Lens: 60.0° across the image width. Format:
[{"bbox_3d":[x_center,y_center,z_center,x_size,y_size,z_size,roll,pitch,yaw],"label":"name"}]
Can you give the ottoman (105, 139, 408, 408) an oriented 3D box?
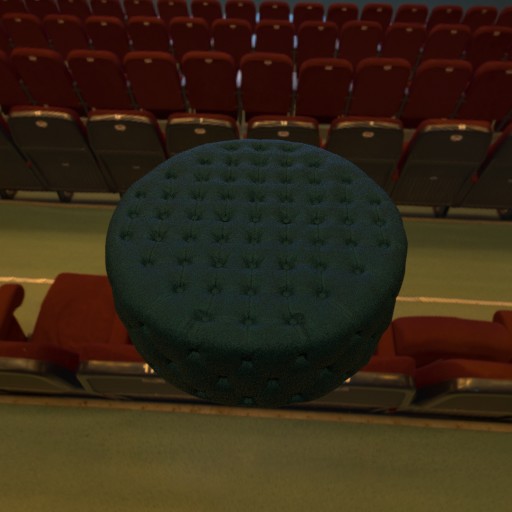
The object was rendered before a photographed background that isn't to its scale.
[{"bbox_3d":[0.000,0.000,1.560,0.998,0.398,0.998,0,47,0],"label":"ottoman"}]
